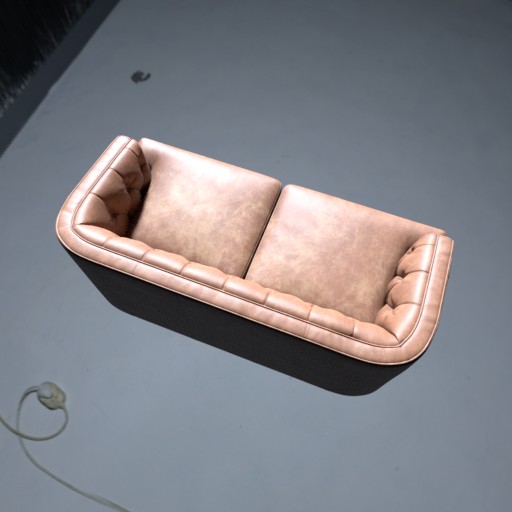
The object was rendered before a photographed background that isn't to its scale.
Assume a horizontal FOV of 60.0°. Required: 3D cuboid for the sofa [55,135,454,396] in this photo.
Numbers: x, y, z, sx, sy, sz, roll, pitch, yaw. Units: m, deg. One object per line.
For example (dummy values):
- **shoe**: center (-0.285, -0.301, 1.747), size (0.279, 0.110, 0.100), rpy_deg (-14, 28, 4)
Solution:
- **sofa**: center (0.000, 0.000, 2.271), size (1.755, 0.786, 0.914), rpy_deg (19, 65, 9)
